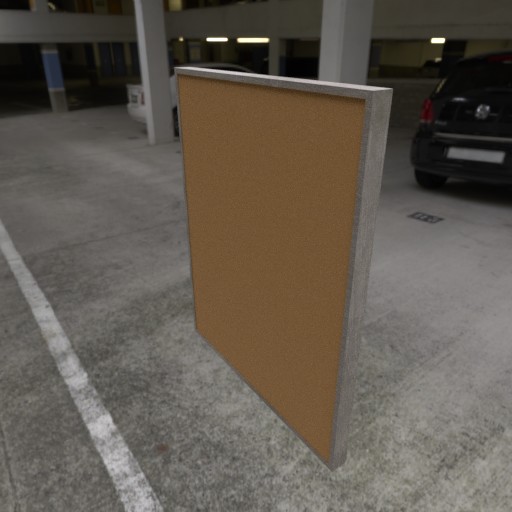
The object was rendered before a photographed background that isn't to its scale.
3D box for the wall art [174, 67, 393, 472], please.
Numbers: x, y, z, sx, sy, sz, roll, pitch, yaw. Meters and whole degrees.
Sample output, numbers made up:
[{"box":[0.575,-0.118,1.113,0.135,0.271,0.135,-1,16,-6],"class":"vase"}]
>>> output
[{"box":[0.000,0.000,0.689,0.032,0.521,0.421,-17,31,-31],"class":"wall art"}]
